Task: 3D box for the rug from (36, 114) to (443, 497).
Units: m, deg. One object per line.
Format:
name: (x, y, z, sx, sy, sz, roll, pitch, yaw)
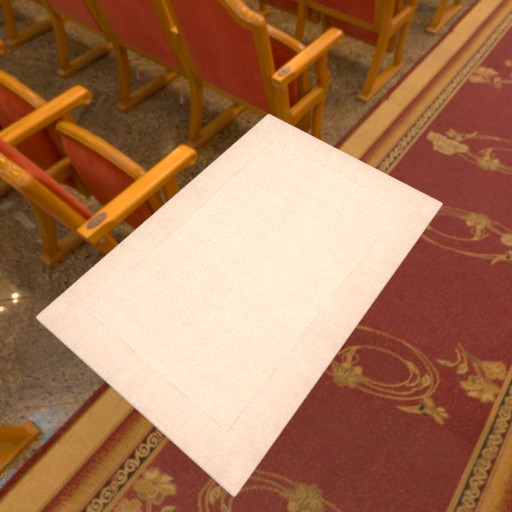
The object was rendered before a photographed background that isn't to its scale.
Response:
rug: (0.000, 0.000, 2.281, 1.219, 0.013, 1.829, 33, 63, 19)
